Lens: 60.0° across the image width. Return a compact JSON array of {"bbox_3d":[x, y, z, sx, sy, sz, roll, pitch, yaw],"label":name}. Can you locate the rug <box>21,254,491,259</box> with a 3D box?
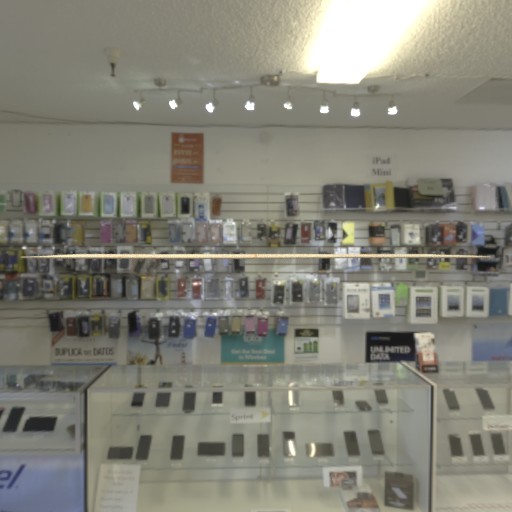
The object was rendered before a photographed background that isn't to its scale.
[{"bbox_3d":[0.000,0.000,2.681,2.442,0.016,0.770,0,1,0],"label":"rug"}]
